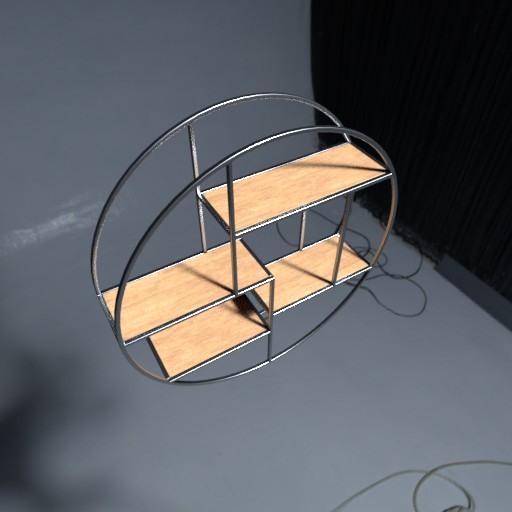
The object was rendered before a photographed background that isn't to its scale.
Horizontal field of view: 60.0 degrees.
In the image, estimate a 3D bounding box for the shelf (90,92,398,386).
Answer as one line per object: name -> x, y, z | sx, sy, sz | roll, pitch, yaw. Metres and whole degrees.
shelf -> 0.000, 0.000, 1.297 | 0.888, 0.888, 0.202 | -23, 50, -21
